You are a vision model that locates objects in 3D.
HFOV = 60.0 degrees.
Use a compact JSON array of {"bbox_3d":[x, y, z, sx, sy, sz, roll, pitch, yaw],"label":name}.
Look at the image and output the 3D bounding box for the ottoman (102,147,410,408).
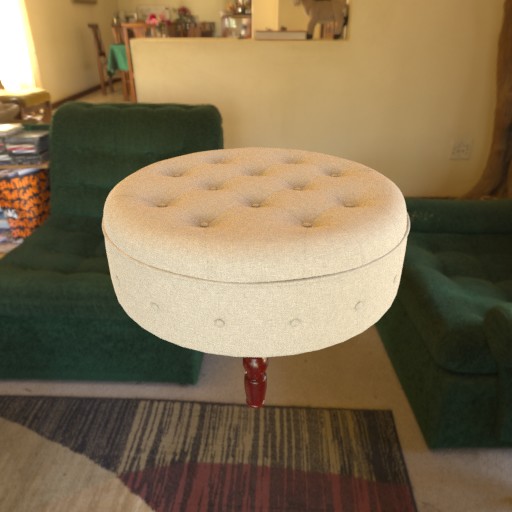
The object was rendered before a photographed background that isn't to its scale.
[{"bbox_3d":[0.000,0.000,1.354,0.849,0.478,0.849,0,29,0],"label":"ottoman"}]
